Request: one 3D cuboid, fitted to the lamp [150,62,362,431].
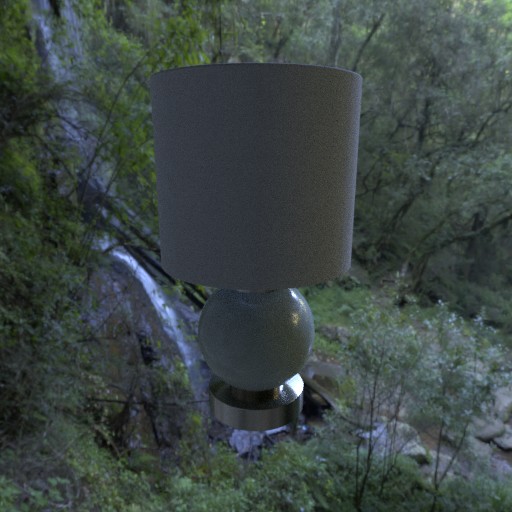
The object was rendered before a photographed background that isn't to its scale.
[{"bbox_3d":[0.000,0.000,0.473,0.201,0.353,0.201,-8,17,-27],"label":"lamp"}]
